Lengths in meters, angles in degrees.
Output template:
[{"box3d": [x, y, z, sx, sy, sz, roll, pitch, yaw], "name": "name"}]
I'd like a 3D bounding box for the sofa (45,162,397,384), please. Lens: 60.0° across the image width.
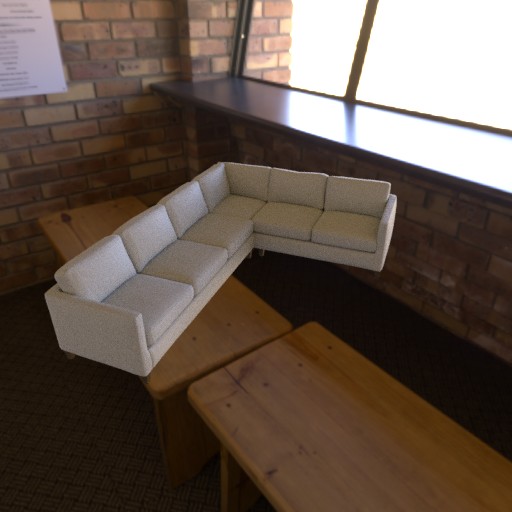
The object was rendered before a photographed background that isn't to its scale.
[{"box3d": [0.000, 0.000, 4.687, 2.522, 0.934, 3.333, 11, 32, 19], "name": "sofa"}]
